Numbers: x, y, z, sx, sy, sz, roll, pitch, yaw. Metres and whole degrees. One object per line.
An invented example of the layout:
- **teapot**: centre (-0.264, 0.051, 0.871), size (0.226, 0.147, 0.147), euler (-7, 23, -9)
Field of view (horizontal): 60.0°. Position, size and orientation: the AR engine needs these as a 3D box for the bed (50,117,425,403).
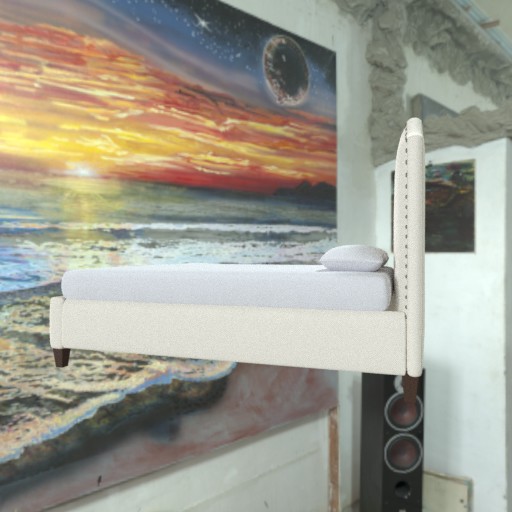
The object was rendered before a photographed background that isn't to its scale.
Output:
- **bed**: centre (0.000, 0.000, 3.391), size (2.372, 1.497, 1.712), euler (0, 0, 18)
